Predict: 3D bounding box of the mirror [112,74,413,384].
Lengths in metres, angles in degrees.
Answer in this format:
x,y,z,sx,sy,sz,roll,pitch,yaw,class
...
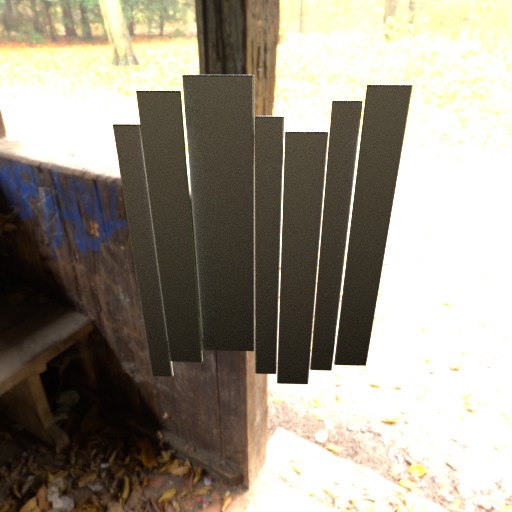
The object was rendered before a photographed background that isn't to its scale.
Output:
x,y,z,sx,sy,sz,roll,pitch,yaw,class
0.000,0.000,0.802,0.445,0.611,0.058,1,30,2,mirror
